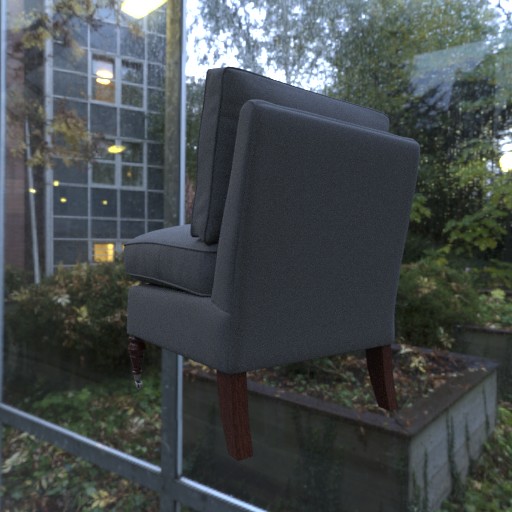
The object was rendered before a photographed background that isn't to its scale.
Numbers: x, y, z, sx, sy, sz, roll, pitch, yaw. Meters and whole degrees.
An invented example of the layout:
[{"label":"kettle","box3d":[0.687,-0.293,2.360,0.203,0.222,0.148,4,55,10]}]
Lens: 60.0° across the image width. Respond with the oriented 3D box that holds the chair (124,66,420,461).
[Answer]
[{"label":"chair","box3d":[0.000,0.000,1.628,0.724,1.045,0.924,0,0,-36]}]
